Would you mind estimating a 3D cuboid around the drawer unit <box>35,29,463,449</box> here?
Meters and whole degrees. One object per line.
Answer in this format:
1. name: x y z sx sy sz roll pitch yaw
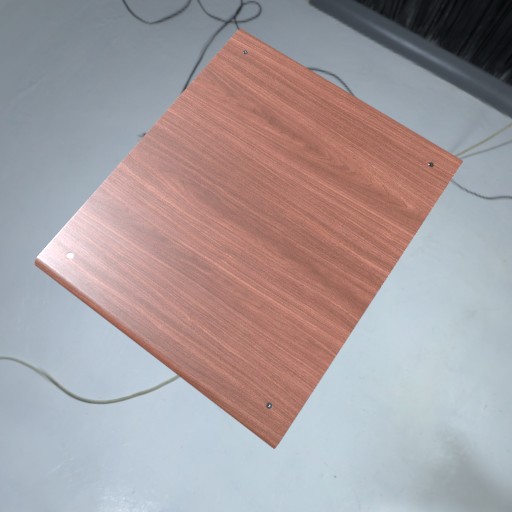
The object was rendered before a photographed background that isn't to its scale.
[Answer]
1. drawer unit: 0.000 0.000 0.618 0.290 0.351 0.349 35 77 9
